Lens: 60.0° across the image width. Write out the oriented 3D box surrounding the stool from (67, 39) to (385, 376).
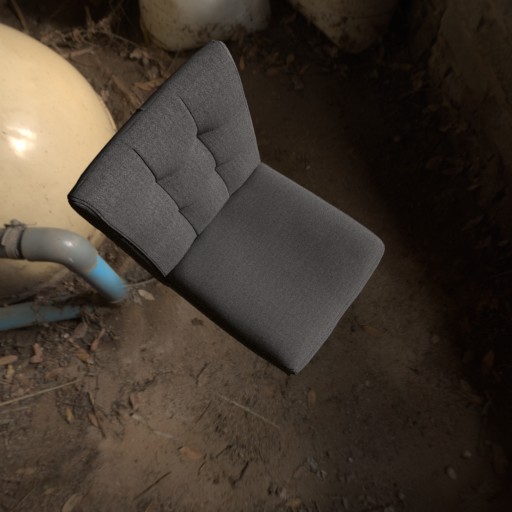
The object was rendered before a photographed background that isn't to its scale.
[{"bbox_3d":[0.000,0.000,1.189,0.571,0.885,0.427,36,78,9],"label":"stool"}]
